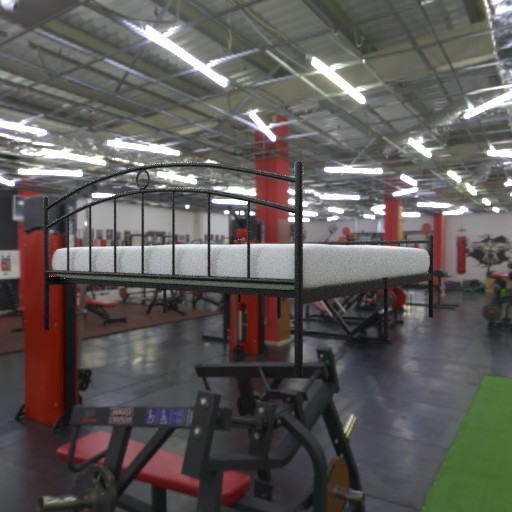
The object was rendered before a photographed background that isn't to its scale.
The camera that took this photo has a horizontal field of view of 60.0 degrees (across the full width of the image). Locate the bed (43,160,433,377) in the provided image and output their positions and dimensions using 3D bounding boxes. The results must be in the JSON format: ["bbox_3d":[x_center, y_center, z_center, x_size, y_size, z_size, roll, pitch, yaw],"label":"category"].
[{"bbox_3d":[0.000,0.000,3.101,1.880,0.940,2.040,0,0,36],"label":"bed"}]
